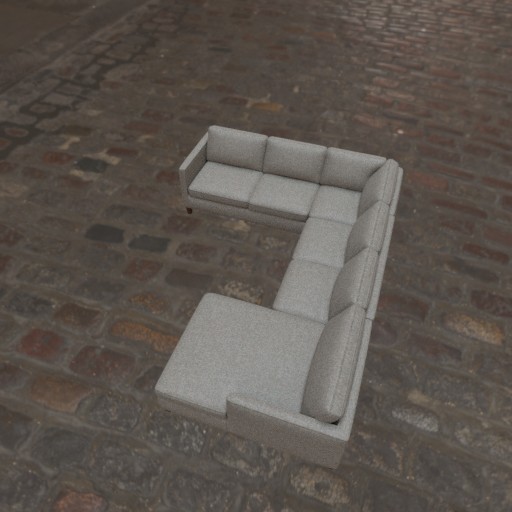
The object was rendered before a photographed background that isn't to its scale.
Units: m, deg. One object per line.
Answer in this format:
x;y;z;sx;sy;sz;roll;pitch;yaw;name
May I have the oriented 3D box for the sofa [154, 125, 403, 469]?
0.000;0.000;4.586;2.551;0.889;3.403;14;48;13;sofa
